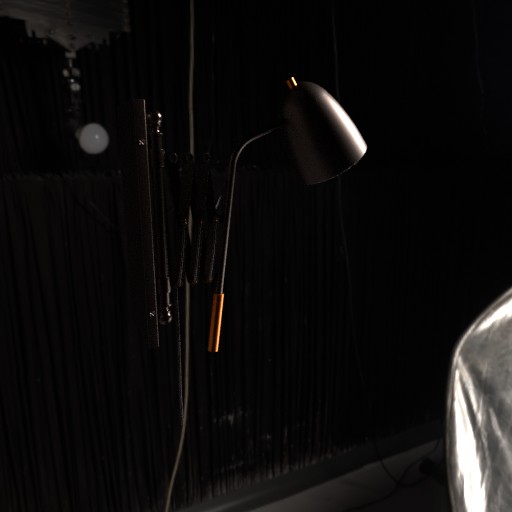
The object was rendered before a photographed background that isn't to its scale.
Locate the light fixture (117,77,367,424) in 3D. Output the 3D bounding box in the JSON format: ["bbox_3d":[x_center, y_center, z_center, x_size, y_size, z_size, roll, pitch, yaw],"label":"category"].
[{"bbox_3d":[0.000,0.000,0.932,0.499,0.715,0.162,-7,16,-25],"label":"light fixture"}]
